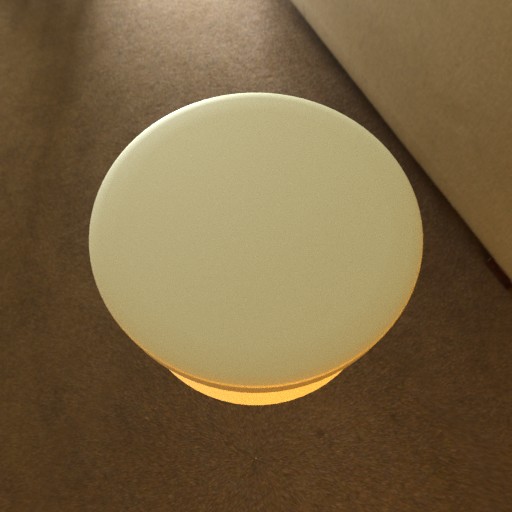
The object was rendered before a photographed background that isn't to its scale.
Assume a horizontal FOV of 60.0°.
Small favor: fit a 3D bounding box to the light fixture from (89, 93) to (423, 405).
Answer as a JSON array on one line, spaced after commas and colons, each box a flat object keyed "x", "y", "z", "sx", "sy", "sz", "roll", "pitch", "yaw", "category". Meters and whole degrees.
[{"x": 0.000, "y": 0.000, "z": 0.628, "sx": 0.393, "sy": 0.229, "sz": 0.393, "roll": 0, "pitch": 65, "yaw": 0, "category": "light fixture"}]
